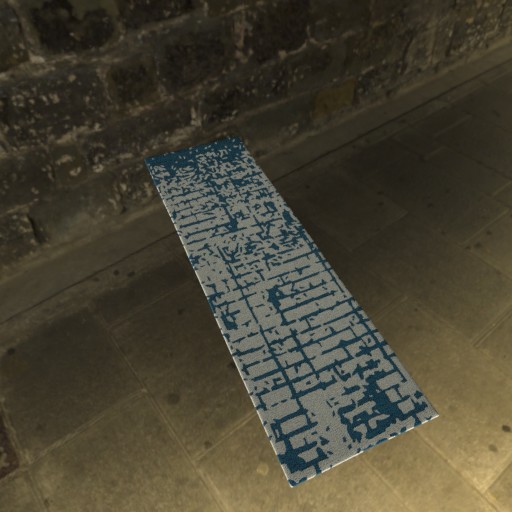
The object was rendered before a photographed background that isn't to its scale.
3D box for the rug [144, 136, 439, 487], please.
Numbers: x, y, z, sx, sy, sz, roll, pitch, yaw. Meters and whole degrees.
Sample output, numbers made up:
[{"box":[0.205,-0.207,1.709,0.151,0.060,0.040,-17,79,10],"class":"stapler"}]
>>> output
[{"box":[0.000,0.000,2.648,0.750,0.011,2.435,-18,51,-15],"class":"rug"}]
